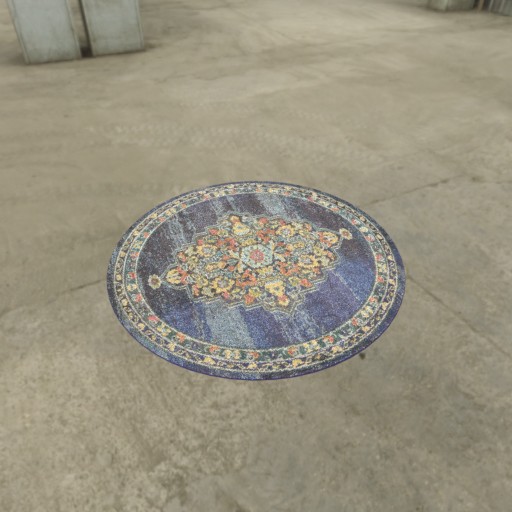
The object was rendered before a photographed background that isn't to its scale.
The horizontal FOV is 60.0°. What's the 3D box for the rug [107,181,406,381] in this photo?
[{"bbox_3d":[0.000,0.000,3.653,2.386,0.014,2.386,0,40,0],"label":"rug"}]
